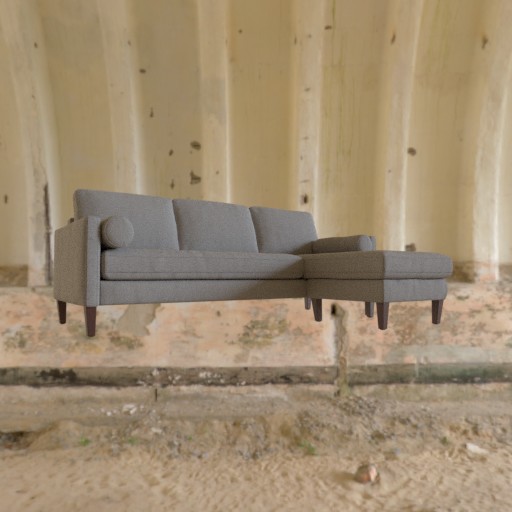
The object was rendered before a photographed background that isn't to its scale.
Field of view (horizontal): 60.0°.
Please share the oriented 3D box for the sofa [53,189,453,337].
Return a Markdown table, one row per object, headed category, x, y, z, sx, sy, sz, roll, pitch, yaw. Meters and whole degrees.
| category | x | y | z | sx | sy | sz | roll | pitch | yaw |
| --- | --- | --- | --- | --- | --- | --- | --- | --- | --- |
| sofa | 0.000 | 0.000 | 2.876 | 2.178 | 0.875 | 1.506 | 2 | -3 | -34 |
